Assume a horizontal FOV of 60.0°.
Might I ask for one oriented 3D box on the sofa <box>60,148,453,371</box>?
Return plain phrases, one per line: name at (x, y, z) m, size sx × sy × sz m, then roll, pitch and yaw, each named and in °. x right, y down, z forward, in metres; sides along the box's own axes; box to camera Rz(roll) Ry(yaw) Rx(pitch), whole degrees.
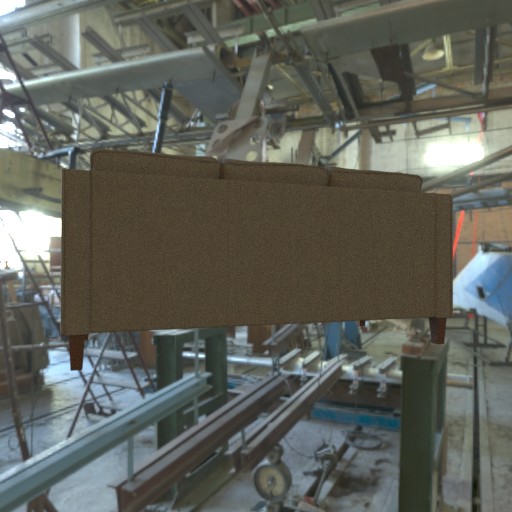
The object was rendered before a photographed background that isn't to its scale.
sofa at (0.000, 0.000, 2.537) m, size 1.986 × 0.974 × 0.911 m, roll 0°, pitch -1°, yaw -19°
